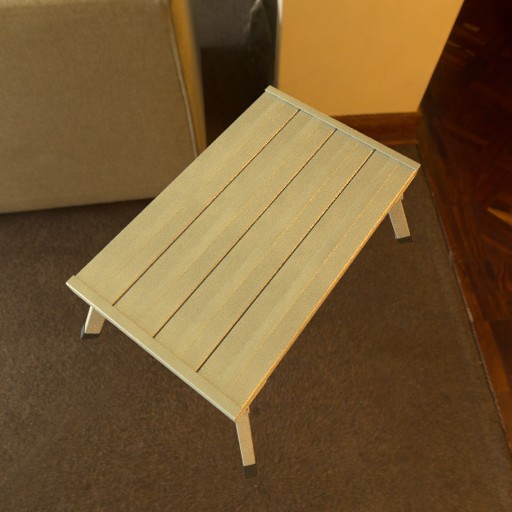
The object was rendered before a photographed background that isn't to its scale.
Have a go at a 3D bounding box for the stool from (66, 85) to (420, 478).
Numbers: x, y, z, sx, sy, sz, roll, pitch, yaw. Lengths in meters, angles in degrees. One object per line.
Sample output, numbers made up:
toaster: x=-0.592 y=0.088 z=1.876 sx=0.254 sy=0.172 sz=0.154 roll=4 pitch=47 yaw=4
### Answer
stool: x=0.000 y=0.000 z=0.722 sx=0.385 sy=0.225 sz=0.535 roll=34 pitch=67 yaw=16
